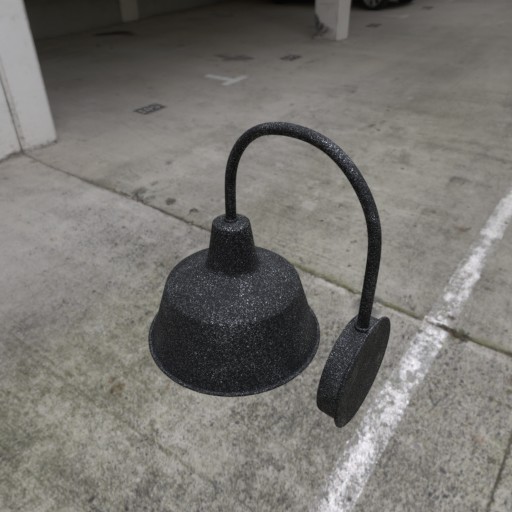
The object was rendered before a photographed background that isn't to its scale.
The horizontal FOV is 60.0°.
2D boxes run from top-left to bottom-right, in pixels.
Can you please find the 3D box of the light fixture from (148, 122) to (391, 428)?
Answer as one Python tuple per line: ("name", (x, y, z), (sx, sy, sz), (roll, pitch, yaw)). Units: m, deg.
("light fixture", (0.000, 0.000, 0.481), (0.283, 0.300, 0.216), (22, 39, 30))
